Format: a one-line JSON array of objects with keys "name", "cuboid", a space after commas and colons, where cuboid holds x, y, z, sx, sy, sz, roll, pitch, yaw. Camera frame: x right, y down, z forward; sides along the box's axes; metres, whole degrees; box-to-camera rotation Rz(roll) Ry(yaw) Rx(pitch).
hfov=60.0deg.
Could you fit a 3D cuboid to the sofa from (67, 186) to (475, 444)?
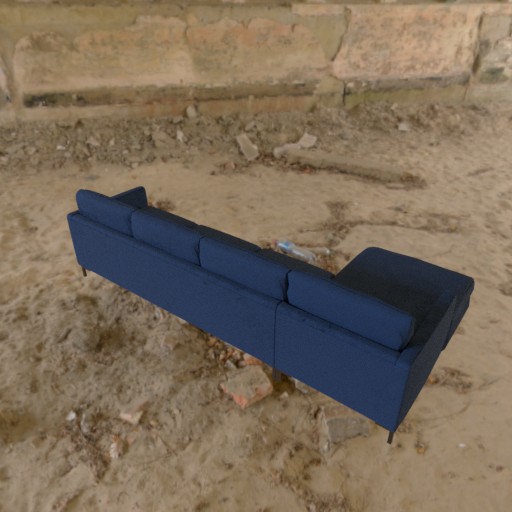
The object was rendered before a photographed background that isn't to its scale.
[{"name": "sofa", "cuboid": [0.000, 0.000, 2.870, 2.450, 0.679, 1.128, 21, 37, 31]}]
